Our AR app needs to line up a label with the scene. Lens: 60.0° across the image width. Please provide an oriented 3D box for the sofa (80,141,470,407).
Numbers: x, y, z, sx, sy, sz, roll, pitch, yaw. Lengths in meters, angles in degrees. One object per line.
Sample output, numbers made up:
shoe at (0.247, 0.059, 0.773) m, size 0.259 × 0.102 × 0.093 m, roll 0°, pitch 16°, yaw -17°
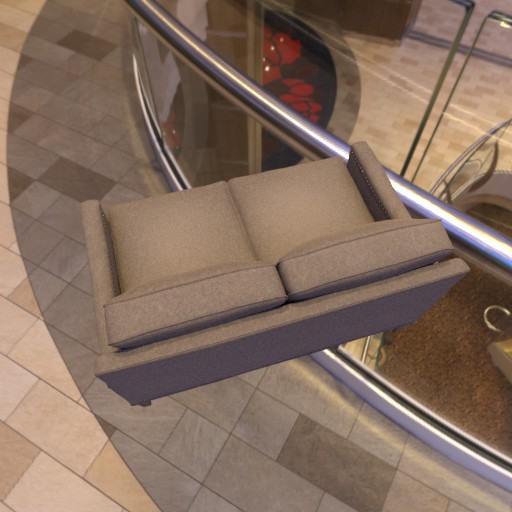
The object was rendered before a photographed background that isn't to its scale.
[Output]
sofa at (0.000, 0.000, 2.236) m, size 1.597 × 1.003 × 1.084 m, roll -14°, pitch 59°, yaw -9°
